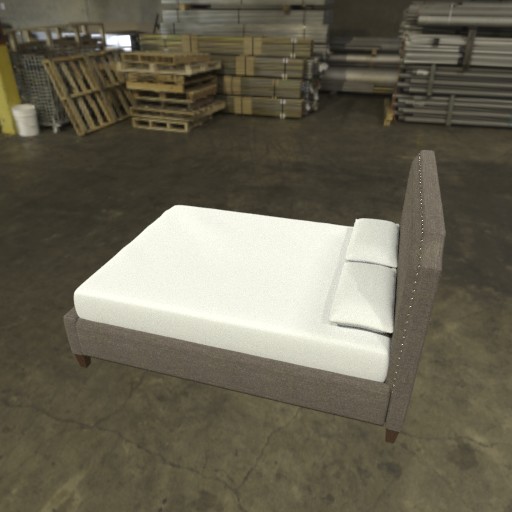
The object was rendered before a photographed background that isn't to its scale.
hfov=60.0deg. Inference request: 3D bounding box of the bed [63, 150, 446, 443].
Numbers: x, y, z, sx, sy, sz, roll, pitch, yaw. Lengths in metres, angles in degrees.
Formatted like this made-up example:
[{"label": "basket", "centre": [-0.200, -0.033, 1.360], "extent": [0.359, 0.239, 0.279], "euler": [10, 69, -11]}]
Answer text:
[{"label": "bed", "centre": [0.000, 0.000, 3.414], "extent": [2.381, 1.457, 1.713], "euler": [9, 31, 15]}]
